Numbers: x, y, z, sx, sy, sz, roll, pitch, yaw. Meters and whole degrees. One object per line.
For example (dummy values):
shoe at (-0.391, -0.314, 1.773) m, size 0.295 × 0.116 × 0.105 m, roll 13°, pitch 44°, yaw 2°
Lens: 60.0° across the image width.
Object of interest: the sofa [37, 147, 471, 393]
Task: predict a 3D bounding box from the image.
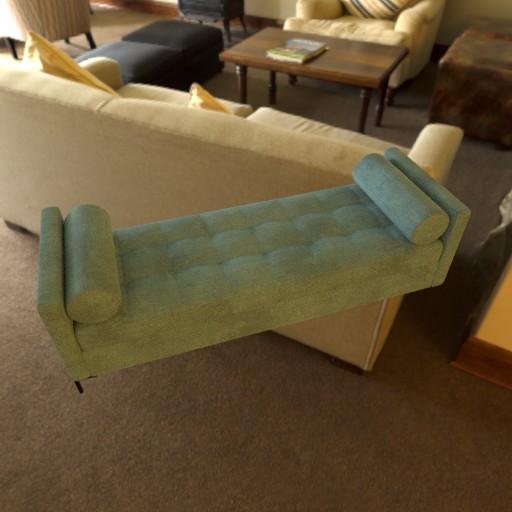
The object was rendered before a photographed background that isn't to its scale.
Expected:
sofa at (0.000, 0.000, 2.343) m, size 1.981 × 0.635 × 0.686 m, roll -13°, pitch 43°, yaw -14°
